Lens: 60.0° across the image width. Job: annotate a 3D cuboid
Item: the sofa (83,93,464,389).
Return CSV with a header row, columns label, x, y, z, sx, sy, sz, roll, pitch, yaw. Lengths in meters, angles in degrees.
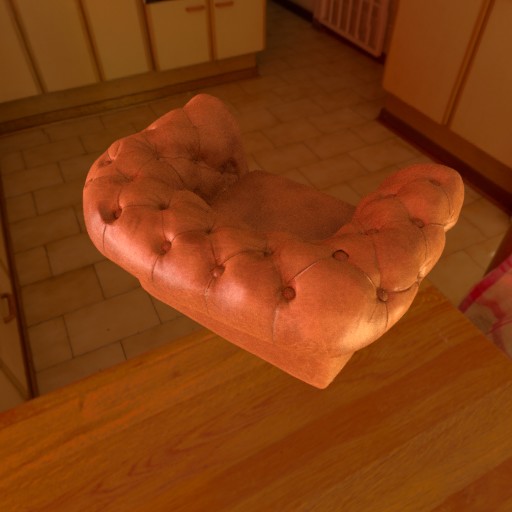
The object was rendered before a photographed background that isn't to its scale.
label,x,y,z,sx,sy,sz,roll,pitch,yaw
sofa,0.000,0.000,1.976,1.405,0.878,1.033,25,51,22
